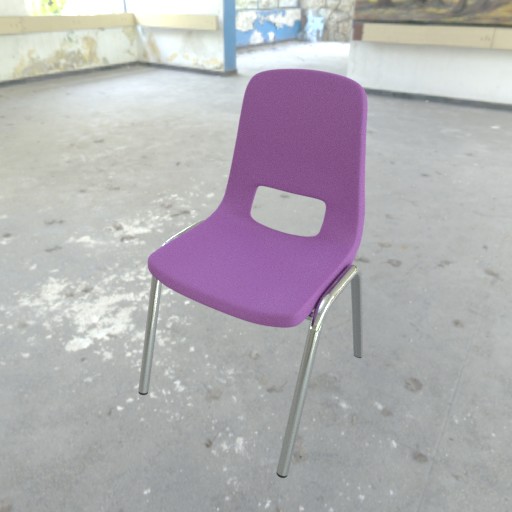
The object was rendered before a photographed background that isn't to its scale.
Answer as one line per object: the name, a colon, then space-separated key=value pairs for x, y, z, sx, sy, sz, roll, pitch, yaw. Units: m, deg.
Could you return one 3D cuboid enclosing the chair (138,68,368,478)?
chair: x=0.000 y=0.000 z=0.672 sx=0.291 sy=0.493 sz=0.301 roll=18 pitch=35 yaw=28
